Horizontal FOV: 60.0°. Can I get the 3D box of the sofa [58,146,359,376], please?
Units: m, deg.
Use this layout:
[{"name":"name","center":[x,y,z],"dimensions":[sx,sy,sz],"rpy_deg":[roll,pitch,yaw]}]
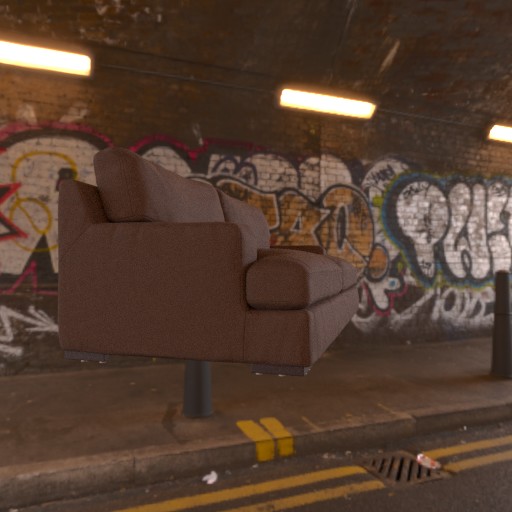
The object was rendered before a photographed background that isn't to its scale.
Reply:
[{"name":"sofa","center":[0.000,0.000,2.831],"dimensions":[1.140,0.950,2.274],"rpy_deg":[0,-1,17]}]
